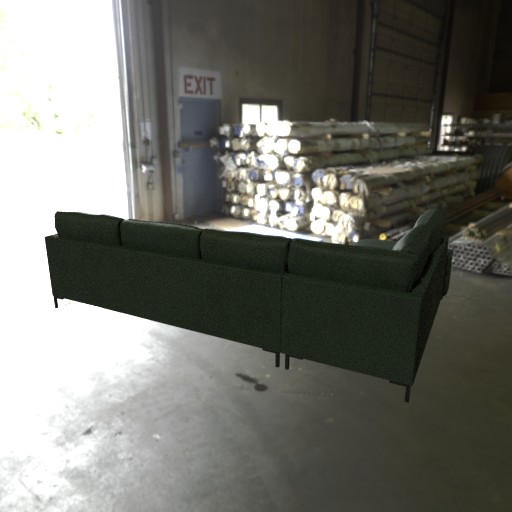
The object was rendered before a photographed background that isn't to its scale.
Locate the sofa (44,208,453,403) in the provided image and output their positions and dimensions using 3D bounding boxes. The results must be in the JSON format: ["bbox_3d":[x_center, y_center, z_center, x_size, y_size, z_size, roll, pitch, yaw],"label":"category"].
[{"bbox_3d":[0.000,0.000,4.301,3.384,0.996,2.048,8,18,26],"label":"sofa"}]
